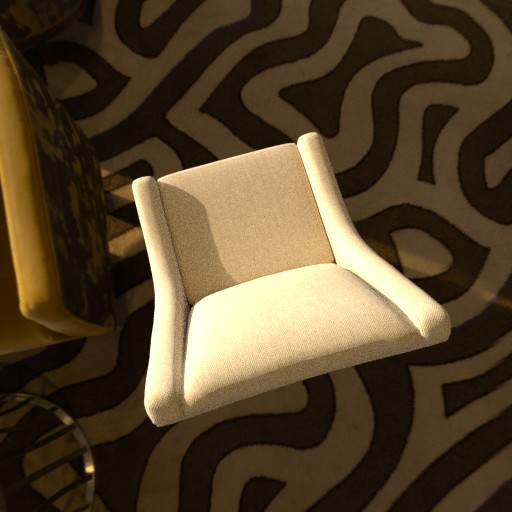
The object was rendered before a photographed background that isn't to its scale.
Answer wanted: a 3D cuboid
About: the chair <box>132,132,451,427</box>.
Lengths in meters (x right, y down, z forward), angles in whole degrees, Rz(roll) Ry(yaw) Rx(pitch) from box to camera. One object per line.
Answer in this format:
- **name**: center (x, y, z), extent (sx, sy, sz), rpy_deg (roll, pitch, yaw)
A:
- **chair**: center (0.000, 0.000, 1.603), extent (0.774, 1.014, 0.870), rpy_deg (-16, 78, -4)
